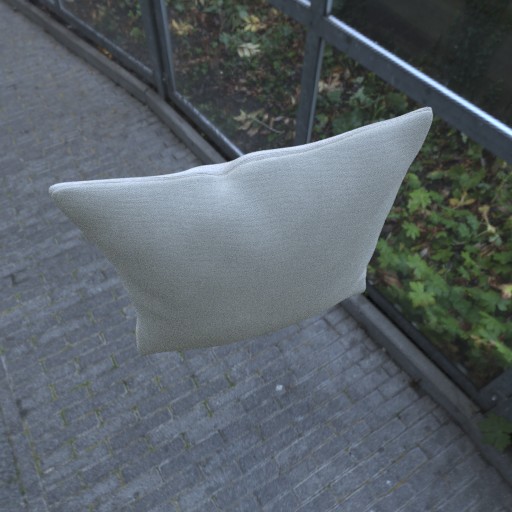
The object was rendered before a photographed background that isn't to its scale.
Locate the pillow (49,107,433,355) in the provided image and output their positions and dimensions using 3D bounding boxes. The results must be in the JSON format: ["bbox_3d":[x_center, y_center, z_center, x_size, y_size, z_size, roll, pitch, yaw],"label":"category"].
[{"bbox_3d":[0.000,0.000,0.648,0.437,0.420,0.162,-14,56,-10],"label":"pillow"}]
